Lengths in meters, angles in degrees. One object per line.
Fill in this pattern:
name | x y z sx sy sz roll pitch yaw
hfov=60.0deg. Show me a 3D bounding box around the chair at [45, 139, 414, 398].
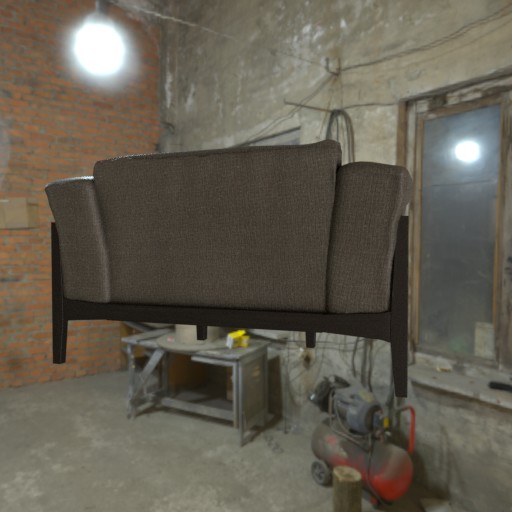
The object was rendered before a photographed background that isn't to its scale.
chair | 0.000 0.000 1.626 1.056 0.646 0.969 0 2 17
